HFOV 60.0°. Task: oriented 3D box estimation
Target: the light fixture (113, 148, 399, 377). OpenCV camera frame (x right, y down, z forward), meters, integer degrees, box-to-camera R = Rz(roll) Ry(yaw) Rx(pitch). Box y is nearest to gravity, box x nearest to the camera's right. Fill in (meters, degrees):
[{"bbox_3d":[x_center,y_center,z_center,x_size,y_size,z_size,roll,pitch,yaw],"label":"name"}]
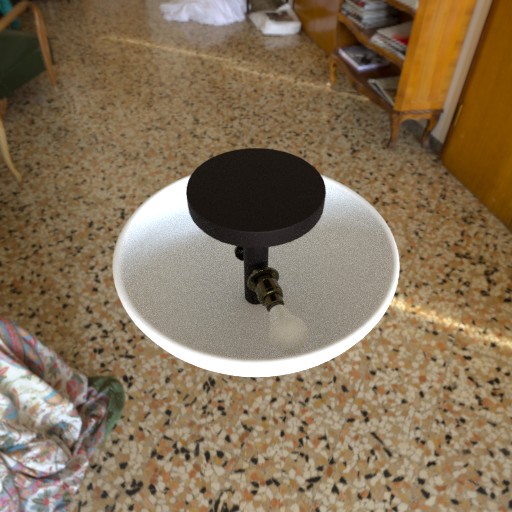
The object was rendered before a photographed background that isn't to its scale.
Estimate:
[{"bbox_3d":[0.000,0.000,0.539,0.331,0.212,0.331,0,45,0],"label":"light fixture"}]
